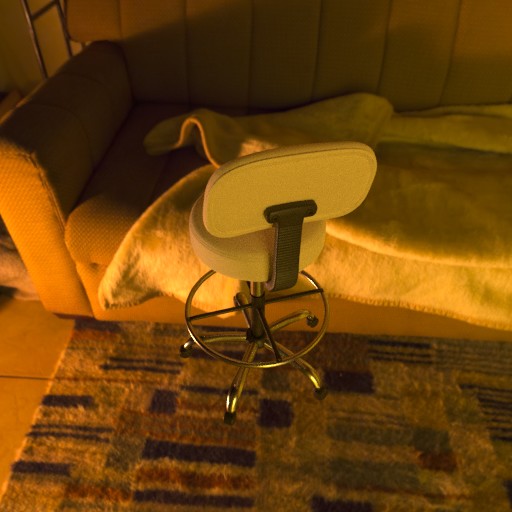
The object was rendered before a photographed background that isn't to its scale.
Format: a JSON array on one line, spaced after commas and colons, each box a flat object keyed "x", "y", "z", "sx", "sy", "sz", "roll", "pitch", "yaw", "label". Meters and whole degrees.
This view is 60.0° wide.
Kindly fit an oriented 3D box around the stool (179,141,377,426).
[{"x": 0.000, "y": 0.000, "z": 1.458, "sx": 0.609, "sy": 1.080, "sz": 0.616, "roll": -11, "pitch": 43, "yaw": -12, "label": "stool"}]
